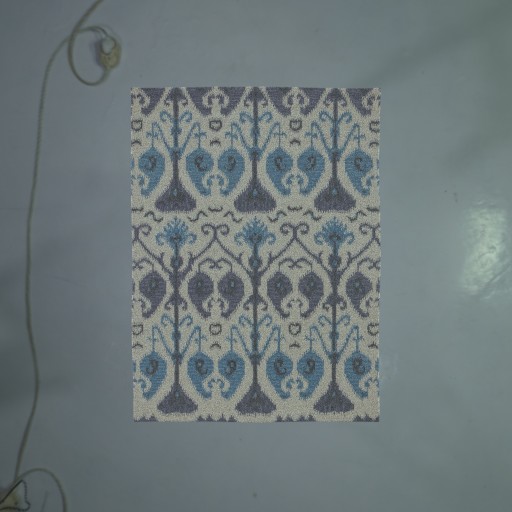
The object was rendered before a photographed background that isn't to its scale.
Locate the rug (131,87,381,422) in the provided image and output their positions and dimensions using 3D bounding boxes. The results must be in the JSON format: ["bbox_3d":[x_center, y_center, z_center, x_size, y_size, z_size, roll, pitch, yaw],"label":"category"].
[{"bbox_3d":[0.000,0.000,2.988,1.676,0.013,2.261,0,91,0],"label":"rug"}]
